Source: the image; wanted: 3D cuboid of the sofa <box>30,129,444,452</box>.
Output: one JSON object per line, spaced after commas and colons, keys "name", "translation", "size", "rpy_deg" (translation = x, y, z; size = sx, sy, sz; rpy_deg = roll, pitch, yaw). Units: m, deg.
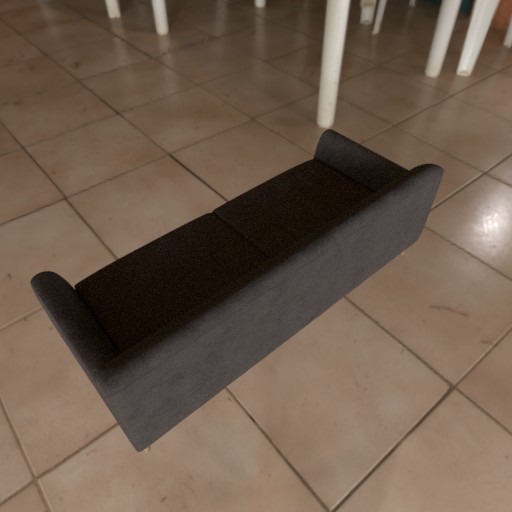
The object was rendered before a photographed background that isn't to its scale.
{"name": "sofa", "translation": [0.000, 0.000, 2.587], "size": [2.190, 0.740, 0.900], "rpy_deg": [-32, 54, -27]}
